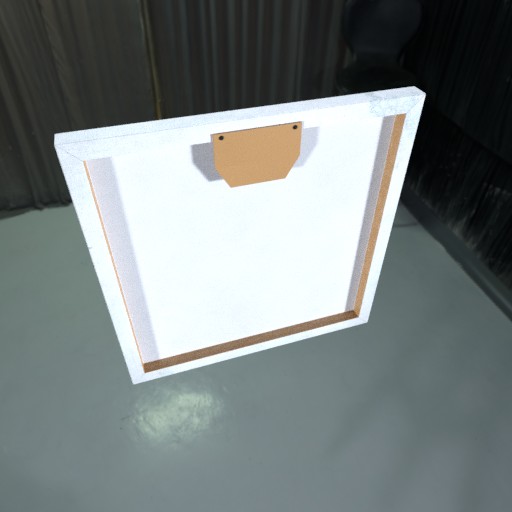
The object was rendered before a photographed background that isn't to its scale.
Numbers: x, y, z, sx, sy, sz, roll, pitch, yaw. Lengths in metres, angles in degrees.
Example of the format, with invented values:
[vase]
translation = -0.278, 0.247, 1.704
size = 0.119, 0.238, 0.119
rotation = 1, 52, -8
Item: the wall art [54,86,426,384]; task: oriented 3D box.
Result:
[wall art]
translation = 0.000, 0.000, 0.902
size = 0.605, 0.605, 0.044
rotation = -12, 43, -13
